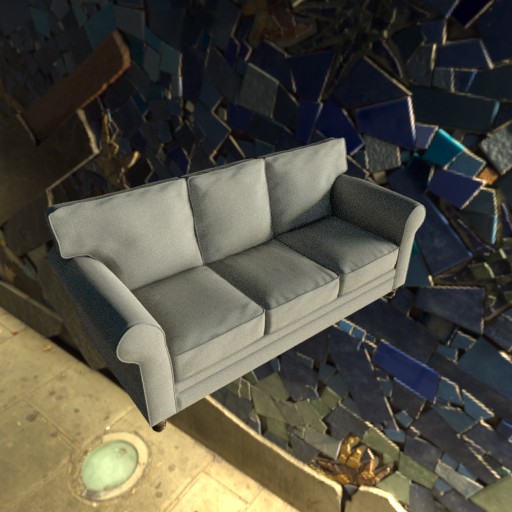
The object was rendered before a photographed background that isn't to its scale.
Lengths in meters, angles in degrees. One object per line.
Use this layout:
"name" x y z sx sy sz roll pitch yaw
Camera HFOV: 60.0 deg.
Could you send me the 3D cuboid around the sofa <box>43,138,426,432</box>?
"sofa" 0.000 0.000 2.621 2.084 0.961 0.916 -22 36 -32
